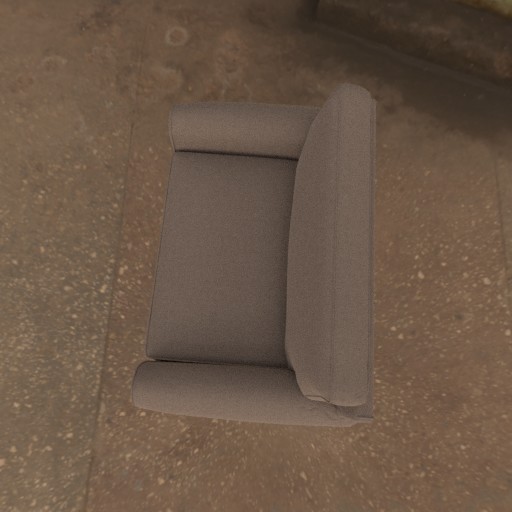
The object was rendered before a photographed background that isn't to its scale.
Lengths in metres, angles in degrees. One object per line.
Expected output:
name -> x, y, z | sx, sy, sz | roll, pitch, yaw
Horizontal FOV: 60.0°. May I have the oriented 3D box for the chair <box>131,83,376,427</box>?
chair -> 0.000, 0.000, 2.003 | 0.930, 0.930, 1.390 | 4, 75, 1
